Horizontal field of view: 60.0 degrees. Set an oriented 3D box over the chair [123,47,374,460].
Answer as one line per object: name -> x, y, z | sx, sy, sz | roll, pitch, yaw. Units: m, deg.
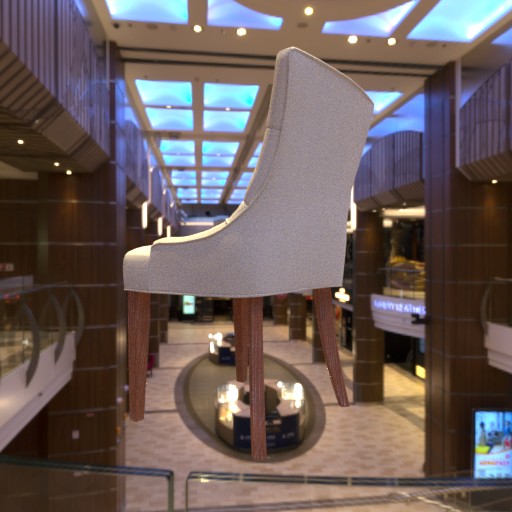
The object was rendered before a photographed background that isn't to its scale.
chair -> 0.000, 0.000, 1.224 | 0.565, 0.874, 0.509 | 0, 0, 37
